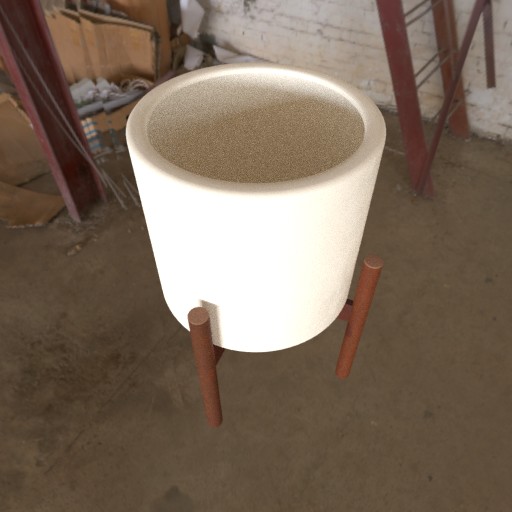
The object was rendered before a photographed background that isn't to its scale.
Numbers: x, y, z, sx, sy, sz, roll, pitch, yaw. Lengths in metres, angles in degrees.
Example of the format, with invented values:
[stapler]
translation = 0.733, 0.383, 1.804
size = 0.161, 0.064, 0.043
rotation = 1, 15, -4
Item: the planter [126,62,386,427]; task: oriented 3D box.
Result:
[planter]
translation = 0.000, 0.000, 0.516
size = 0.224, 0.358, 0.224
rotation = -16, 49, -15
